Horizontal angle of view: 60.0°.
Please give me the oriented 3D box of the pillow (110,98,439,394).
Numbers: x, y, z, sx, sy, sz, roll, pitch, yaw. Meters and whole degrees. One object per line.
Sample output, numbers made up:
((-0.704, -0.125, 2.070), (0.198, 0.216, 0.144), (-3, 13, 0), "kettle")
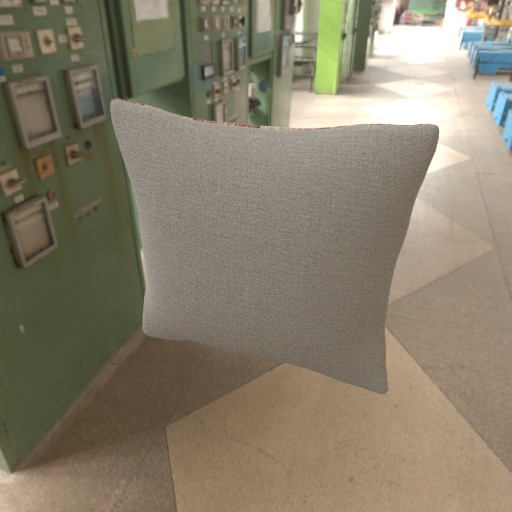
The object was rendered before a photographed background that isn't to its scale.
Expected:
((0.000, 0.000, 0.653), (0.437, 0.419, 0.136), (10, 32, 17), "pillow")
